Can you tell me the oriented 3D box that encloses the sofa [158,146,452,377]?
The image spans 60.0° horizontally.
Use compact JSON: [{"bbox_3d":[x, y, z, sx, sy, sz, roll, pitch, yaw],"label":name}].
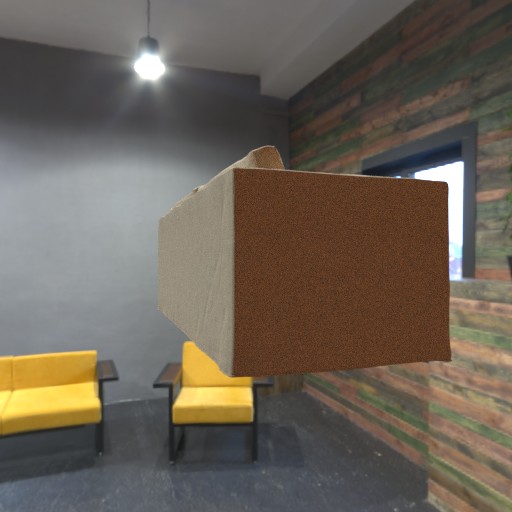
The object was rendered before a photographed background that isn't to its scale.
[{"bbox_3d":[0.000,0.000,2.726,0.962,0.853,2.312,0,0,-19],"label":"sofa"}]
